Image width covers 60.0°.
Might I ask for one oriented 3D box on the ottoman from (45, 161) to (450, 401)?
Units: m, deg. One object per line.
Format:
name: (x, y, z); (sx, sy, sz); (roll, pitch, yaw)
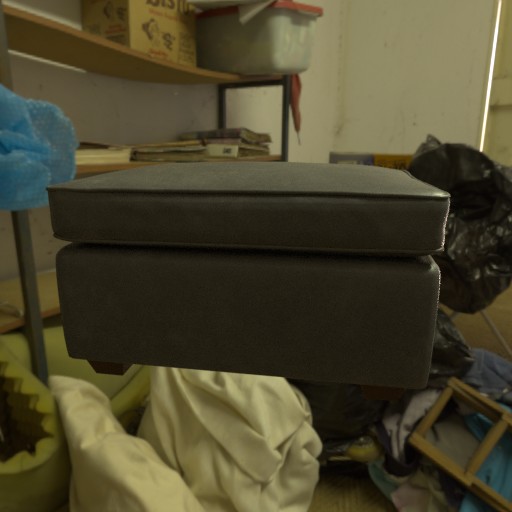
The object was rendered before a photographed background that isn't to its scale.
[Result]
ottoman: (0.000, 0.000, 1.084); (0.756, 0.445, 0.554); (3, 15, 9)
